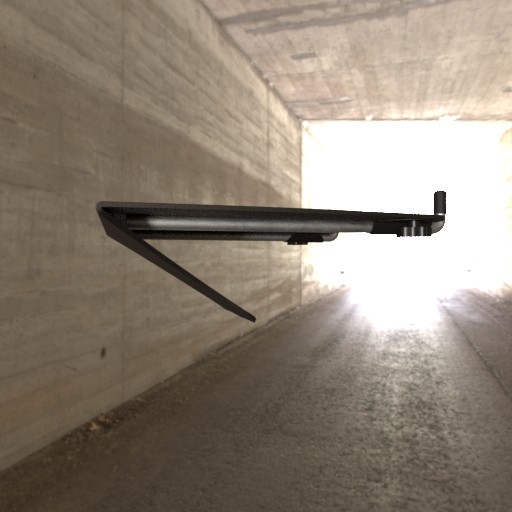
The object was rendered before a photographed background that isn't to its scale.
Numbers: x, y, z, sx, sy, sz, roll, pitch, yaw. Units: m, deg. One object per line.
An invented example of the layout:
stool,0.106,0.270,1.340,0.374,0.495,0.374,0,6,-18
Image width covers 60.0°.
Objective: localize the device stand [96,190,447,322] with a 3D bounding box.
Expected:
device stand,0.000,0.000,0.352,0.230,0.092,0.230,0,0,-18
